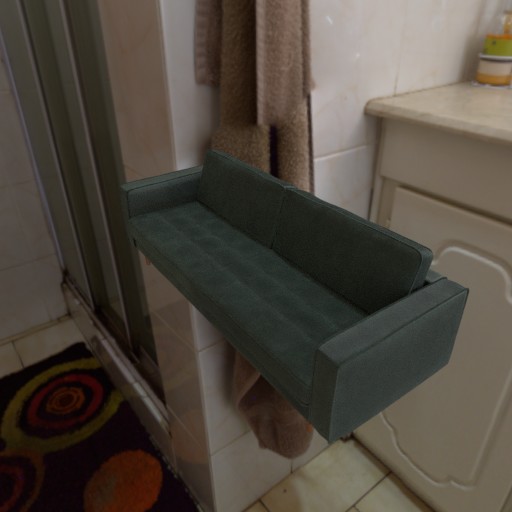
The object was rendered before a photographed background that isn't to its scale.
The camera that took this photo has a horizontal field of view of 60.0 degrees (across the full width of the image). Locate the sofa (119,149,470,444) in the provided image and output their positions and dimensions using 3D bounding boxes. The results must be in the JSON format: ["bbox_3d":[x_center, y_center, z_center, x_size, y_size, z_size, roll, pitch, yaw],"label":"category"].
[{"bbox_3d":[0.000,0.000,2.667,0.886,0.781,2.214,-20,36,-30],"label":"sofa"}]
